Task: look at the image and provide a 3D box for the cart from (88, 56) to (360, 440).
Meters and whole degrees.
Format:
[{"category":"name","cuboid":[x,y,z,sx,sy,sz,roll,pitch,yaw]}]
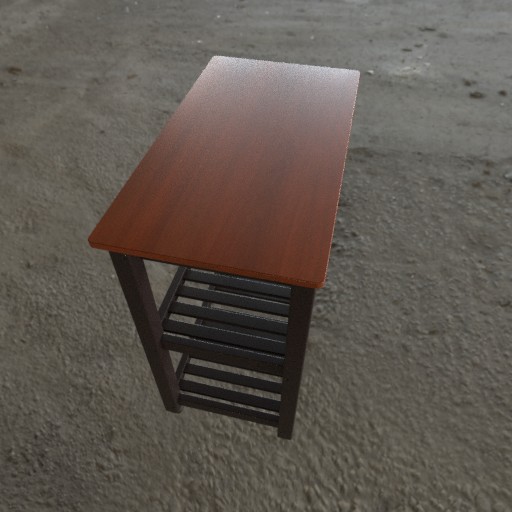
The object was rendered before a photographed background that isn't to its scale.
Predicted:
[{"category":"cart","cuboid":[0.000,0.000,1.445,0.457,0.927,0.899,10,48,9]}]
